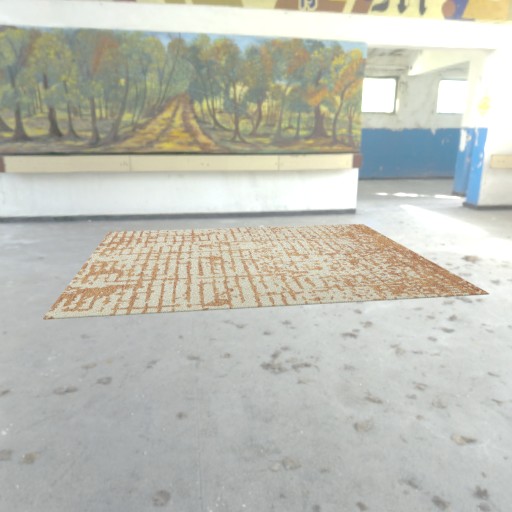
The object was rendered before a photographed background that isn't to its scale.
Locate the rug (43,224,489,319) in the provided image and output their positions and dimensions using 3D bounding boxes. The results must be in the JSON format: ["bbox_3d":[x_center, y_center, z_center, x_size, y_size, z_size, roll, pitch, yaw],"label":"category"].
[{"bbox_3d":[0.000,0.000,4.137,3.050,0.011,2.441,-2,16,-8],"label":"rug"}]
